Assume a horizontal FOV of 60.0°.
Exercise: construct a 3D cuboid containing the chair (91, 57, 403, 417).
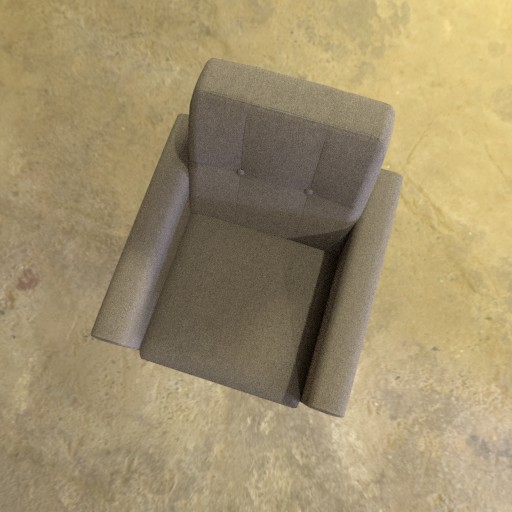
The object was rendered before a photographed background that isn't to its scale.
[{"bbox_3d":[0.000,0.000,1.560,0.831,0.839,0.907,17,76,4],"label":"chair"}]
